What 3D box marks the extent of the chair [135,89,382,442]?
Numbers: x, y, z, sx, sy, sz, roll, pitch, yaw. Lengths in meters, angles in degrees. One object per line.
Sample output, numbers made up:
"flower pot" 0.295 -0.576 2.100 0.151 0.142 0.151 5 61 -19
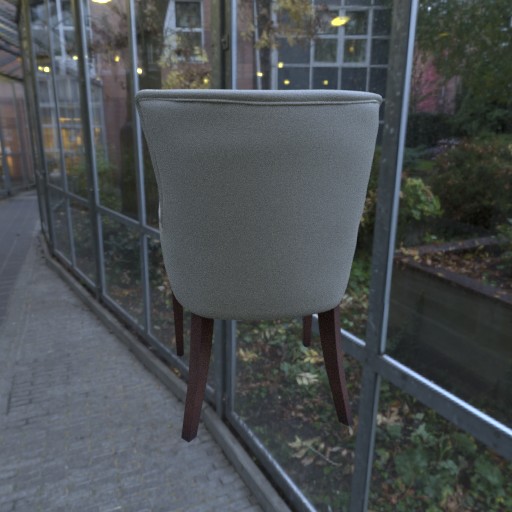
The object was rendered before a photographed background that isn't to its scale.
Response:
"chair" 0.000 0.000 1.404 0.660 0.952 0.686 -2 15 -9
